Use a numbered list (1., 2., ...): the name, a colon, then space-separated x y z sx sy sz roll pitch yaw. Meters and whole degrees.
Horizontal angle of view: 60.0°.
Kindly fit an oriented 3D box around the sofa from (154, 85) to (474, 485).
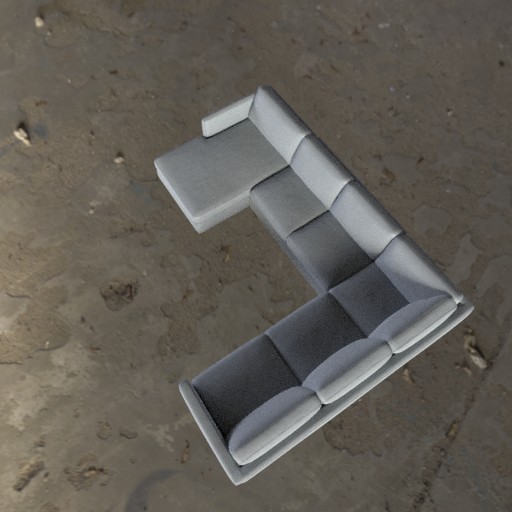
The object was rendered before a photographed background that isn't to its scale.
1. sofa: 0.000 0.000 4.398 2.551 0.853 3.238 -31 68 -14
